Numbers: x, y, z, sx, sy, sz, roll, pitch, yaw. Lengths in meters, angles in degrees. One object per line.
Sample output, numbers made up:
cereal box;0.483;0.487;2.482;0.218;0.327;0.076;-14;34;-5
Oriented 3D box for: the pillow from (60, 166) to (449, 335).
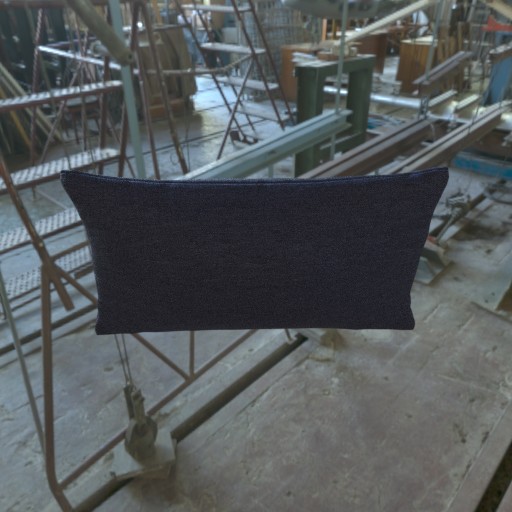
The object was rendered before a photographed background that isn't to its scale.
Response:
pillow;0.000;0.000;0.806;0.633;0.338;0.210;-1;32;-1
